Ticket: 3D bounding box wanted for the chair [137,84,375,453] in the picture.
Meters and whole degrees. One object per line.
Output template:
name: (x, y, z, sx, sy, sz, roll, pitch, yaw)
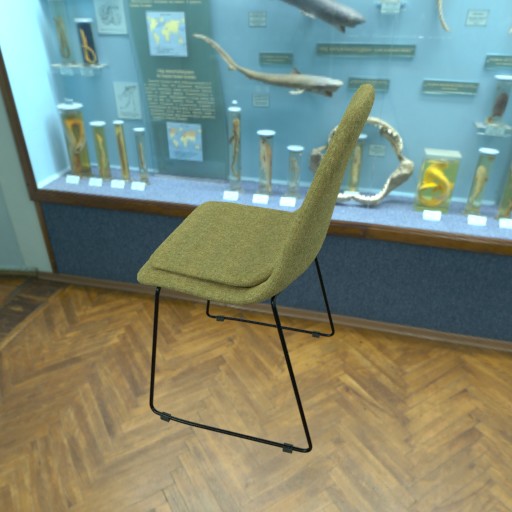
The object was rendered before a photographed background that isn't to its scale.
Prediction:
chair: (0.000, 0.000, 1.155, 0.496, 0.849, 0.479, 8, 31, 13)
